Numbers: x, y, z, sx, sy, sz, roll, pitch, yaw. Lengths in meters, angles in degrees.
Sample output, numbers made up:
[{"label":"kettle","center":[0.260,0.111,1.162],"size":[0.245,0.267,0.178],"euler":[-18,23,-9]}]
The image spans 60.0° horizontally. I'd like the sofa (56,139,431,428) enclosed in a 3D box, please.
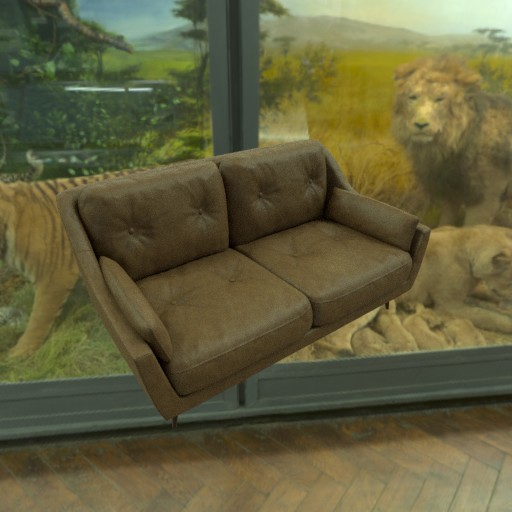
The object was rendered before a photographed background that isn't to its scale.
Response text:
[{"label":"sofa","center":[0.000,0.000,2.325],"size":[1.731,0.886,0.981],"euler":[-20,35,-32]}]
